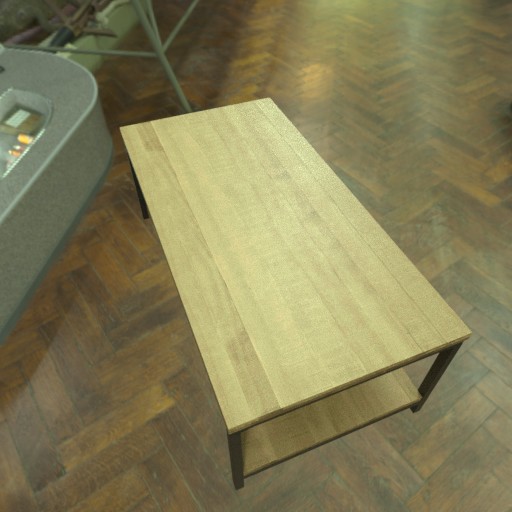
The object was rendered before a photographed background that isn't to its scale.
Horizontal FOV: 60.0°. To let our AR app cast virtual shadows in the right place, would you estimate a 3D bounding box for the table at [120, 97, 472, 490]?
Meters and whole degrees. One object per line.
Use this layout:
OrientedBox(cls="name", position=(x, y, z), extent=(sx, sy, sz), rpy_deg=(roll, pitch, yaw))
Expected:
OrientedBox(cls="table", position=(0.000, 0.000, 1.366), extent=(0.551, 0.399, 1.100), rpy_deg=(-16, 49, -15))
